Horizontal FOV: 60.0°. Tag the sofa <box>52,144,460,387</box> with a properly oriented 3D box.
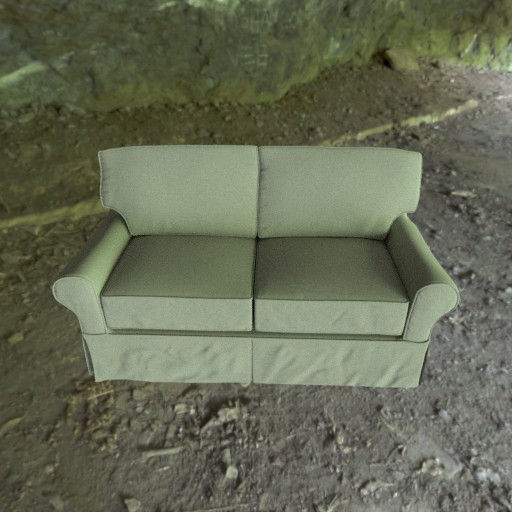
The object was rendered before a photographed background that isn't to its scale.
[{"bbox_3d":[0.000,0.000,2.310,1.823,1.024,0.841,1,31,2],"label":"sofa"}]
